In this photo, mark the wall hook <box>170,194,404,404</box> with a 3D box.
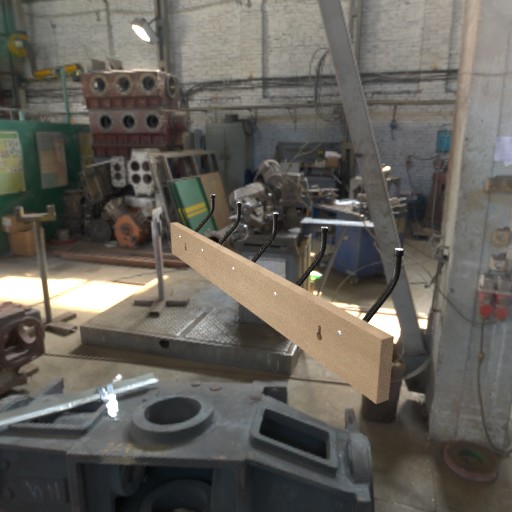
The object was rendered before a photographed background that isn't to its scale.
[{"bbox_3d":[0.000,0.000,0.620,0.071,0.117,0.571,-8,17,-27],"label":"wall hook"}]
